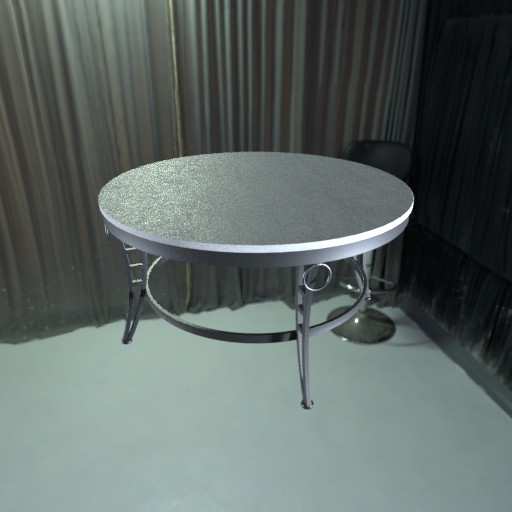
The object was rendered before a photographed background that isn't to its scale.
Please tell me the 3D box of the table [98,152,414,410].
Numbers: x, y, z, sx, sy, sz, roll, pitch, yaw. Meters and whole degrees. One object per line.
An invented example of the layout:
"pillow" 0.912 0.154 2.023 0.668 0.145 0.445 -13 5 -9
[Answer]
"table" 0.000 0.000 1.412 0.889 0.470 0.889 0 25 0
